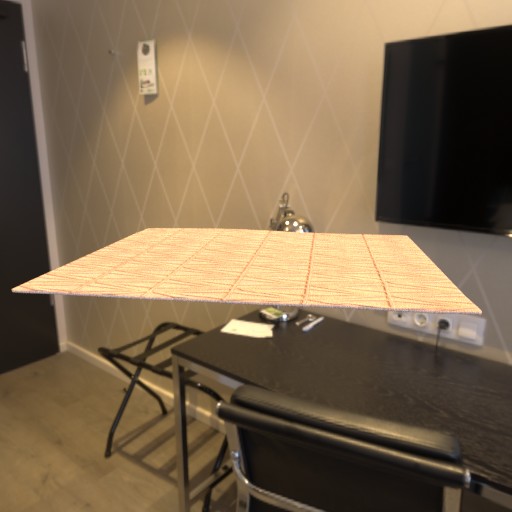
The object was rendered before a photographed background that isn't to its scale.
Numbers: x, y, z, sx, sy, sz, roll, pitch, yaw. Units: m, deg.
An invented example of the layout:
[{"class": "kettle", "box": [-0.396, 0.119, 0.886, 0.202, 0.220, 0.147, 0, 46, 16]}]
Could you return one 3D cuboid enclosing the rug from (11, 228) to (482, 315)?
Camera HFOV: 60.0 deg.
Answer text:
[{"class": "rug", "box": [0.000, 0.000, 3.986, 3.052, 0.043, 2.453, 2, 14, 8]}]
